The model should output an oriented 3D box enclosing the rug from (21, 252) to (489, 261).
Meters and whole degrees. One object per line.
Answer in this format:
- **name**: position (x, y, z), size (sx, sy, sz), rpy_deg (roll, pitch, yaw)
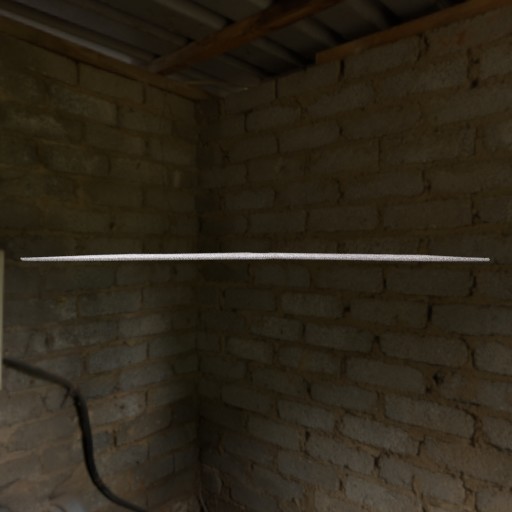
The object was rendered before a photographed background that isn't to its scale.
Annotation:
- **rug**: position (0.000, 0.000, 4.228), size (3.202, 0.045, 2.434), rpy_deg (0, 1, 1)
